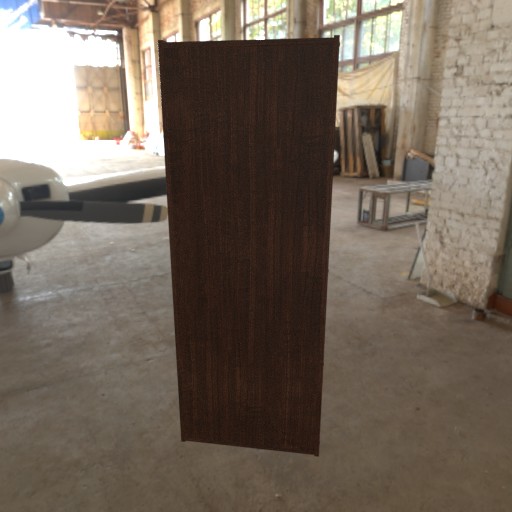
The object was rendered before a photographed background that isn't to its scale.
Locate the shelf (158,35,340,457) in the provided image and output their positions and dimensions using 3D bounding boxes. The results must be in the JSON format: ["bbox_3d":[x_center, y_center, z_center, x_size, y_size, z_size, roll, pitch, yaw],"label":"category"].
[{"bbox_3d":[0.000,0.000,1.279,0.415,1.099,0.290,3,17,8],"label":"shelf"}]
